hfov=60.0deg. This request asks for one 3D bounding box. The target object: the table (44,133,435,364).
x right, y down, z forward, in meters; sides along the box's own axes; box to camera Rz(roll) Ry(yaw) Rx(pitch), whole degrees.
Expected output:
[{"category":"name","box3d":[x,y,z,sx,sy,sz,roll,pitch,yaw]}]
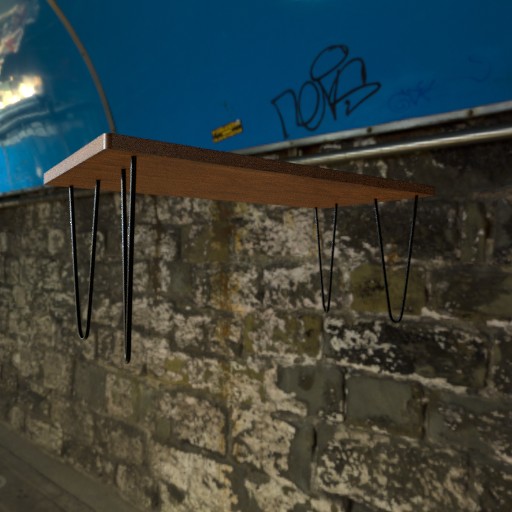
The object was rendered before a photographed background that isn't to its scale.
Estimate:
[{"category":"table","box3d":[0.000,0.000,2.225,1.791,0.753,0.883,0,0,-37]}]
